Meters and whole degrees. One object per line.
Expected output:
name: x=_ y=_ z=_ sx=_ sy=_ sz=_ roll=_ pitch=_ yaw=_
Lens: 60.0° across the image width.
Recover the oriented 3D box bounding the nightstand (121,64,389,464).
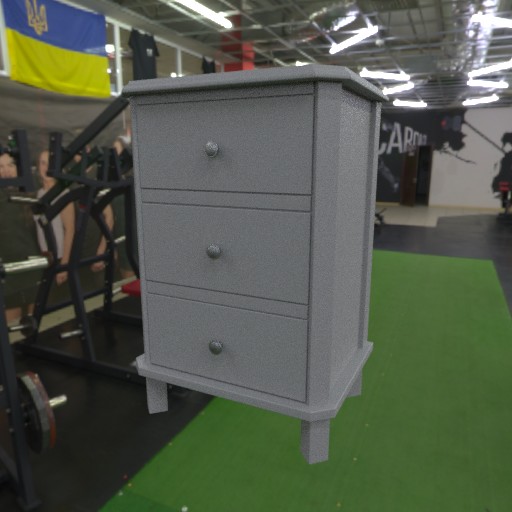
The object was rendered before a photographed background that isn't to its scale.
nightstand: x=0.000 y=0.000 z=0.946 sx=0.450 sy=0.680 sz=0.350 roll=6 pitch=14 yaw=26
